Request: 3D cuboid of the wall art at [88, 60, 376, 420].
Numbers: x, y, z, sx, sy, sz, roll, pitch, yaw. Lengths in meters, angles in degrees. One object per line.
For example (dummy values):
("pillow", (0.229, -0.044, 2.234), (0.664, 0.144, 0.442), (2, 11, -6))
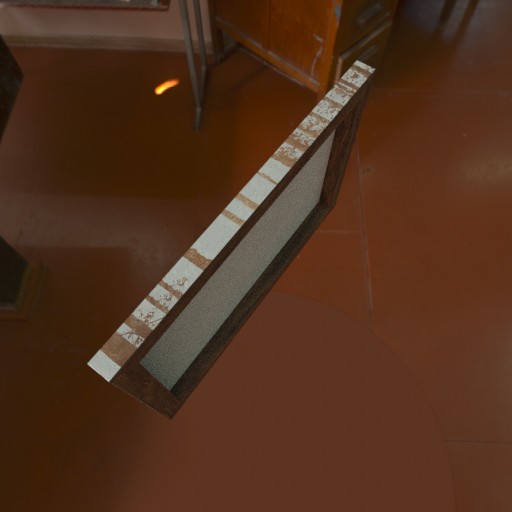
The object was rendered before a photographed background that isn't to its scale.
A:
("wall art", (0.000, 0.000, 0.792), (0.035, 0.405, 0.609), (33, 68, 15))
